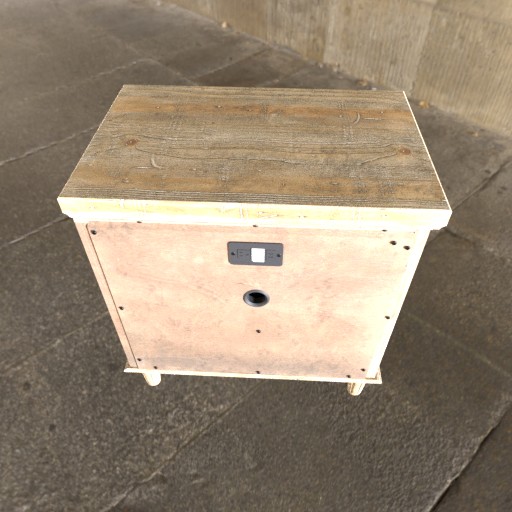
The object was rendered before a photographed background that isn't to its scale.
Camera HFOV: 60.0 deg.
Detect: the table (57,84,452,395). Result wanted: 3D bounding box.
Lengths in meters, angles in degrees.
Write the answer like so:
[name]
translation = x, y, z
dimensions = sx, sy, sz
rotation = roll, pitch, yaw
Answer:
[table]
translation = 0.000, 0.000, 1.167
dimensions = 0.686, 0.711, 0.457
rotation = 2, 46, 2
